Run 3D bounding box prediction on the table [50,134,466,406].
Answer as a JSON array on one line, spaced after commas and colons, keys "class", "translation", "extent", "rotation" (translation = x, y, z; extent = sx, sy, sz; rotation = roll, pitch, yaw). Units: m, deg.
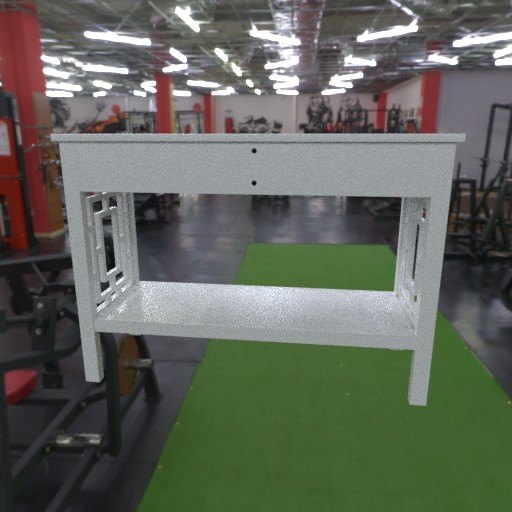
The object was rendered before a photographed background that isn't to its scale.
[{"class": "table", "translation": [0.000, 0.000, 1.418], "extent": [1.068, 0.753, 0.397], "rotation": [2, 15, 7]}]
